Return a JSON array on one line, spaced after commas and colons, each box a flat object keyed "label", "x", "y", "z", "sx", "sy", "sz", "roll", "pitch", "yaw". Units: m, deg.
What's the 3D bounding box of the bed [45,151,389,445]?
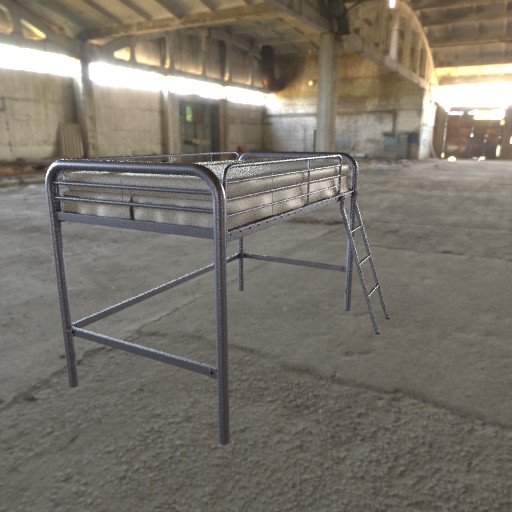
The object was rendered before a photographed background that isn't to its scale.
[{"label": "bed", "x": 0.000, "y": 0.000, "z": 2.908, "sx": 1.415, "sy": 1.288, "sz": 1.965, "roll": 8, "pitch": 17, "yaw": 28}]
